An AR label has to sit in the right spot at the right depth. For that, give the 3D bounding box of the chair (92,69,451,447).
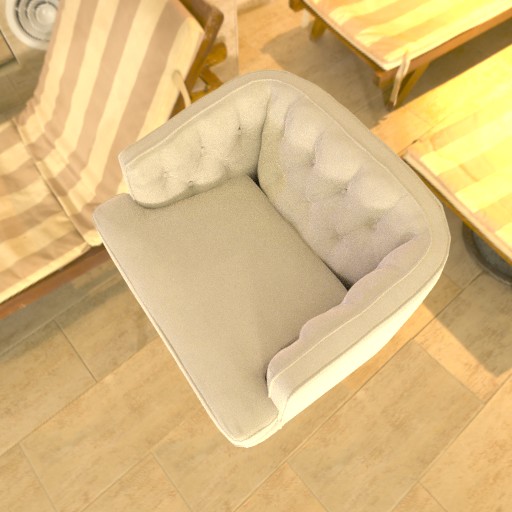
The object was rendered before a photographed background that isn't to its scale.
[{"bbox_3d":[0.000,0.000,1.742,0.941,0.852,1.104,-32,66,-16],"label":"chair"}]
